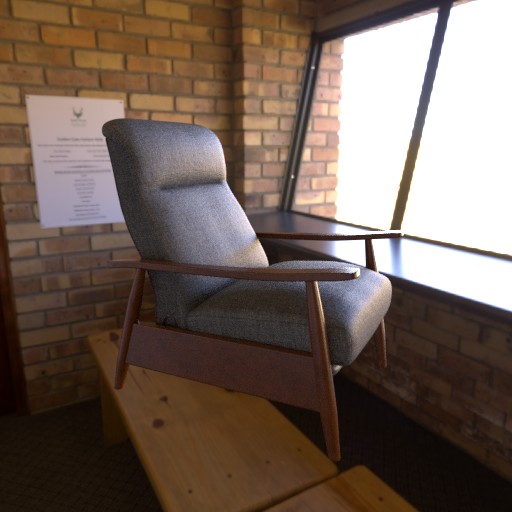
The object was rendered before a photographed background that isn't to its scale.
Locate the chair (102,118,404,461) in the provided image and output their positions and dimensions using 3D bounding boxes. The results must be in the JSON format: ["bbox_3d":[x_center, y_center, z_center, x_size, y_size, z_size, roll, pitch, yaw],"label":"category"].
[{"bbox_3d":[0.000,0.000,1.815,1.030,1.082,0.762,7,15,27],"label":"chair"}]
